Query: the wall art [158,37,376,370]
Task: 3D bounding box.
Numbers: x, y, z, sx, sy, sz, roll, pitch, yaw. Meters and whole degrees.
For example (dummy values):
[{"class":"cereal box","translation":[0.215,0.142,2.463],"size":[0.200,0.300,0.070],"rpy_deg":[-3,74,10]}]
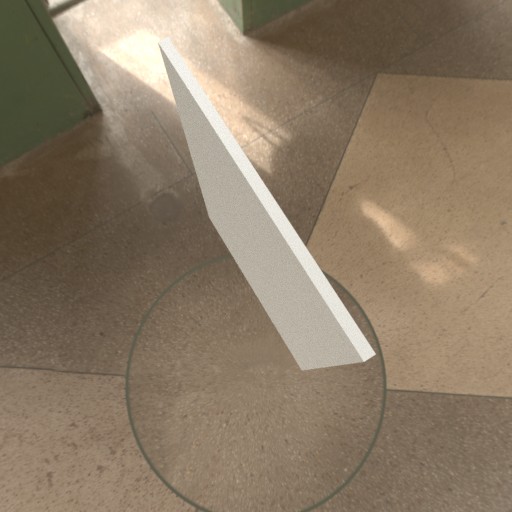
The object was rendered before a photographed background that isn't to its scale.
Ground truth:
[{"class":"wall art","translation":[0.000,0.000,0.680],"size":[0.013,0.533,0.381],"rpy_deg":[-30,77,-8]}]
